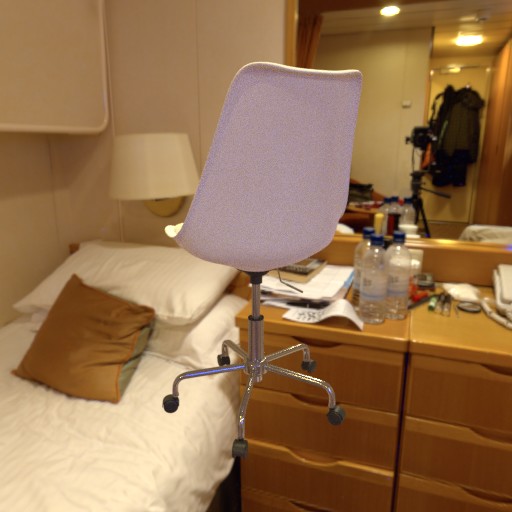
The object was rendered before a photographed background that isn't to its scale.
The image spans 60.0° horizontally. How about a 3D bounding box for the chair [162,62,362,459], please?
[{"bbox_3d":[0.000,0.000,1.252,0.550,0.930,0.550,-7,16,-26],"label":"chair"}]
